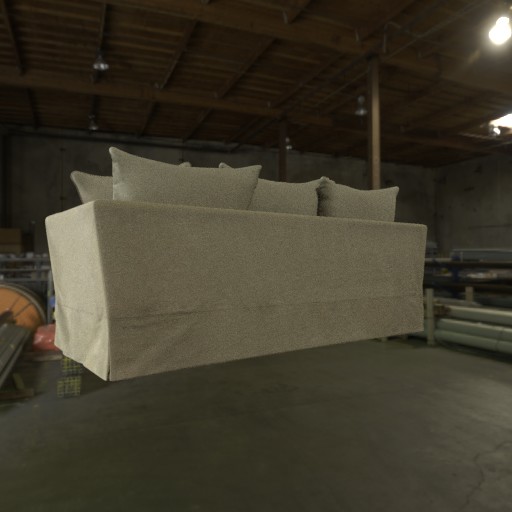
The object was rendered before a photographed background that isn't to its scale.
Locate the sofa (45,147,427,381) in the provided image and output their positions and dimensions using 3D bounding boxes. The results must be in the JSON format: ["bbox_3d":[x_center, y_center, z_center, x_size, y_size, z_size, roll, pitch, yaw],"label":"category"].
[{"bbox_3d":[0.000,0.000,2.821,2.290,1.034,1.031,0,-1,-36],"label":"sofa"}]
